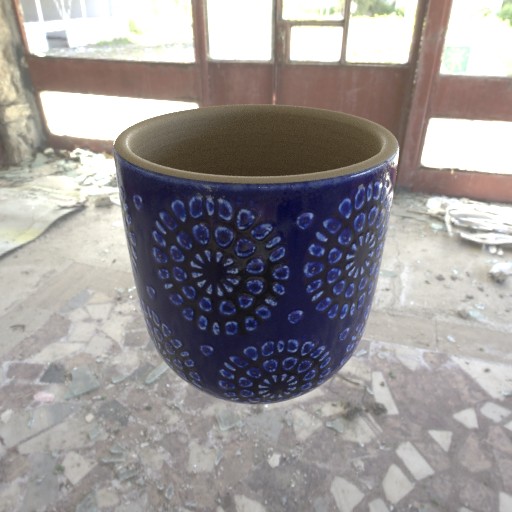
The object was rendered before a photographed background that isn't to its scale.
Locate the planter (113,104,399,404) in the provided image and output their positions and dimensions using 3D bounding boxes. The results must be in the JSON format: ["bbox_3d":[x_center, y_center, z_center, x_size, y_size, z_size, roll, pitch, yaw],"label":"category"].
[{"bbox_3d":[0.000,0.000,0.201,0.109,0.112,0.109,0,30,0],"label":"planter"}]
